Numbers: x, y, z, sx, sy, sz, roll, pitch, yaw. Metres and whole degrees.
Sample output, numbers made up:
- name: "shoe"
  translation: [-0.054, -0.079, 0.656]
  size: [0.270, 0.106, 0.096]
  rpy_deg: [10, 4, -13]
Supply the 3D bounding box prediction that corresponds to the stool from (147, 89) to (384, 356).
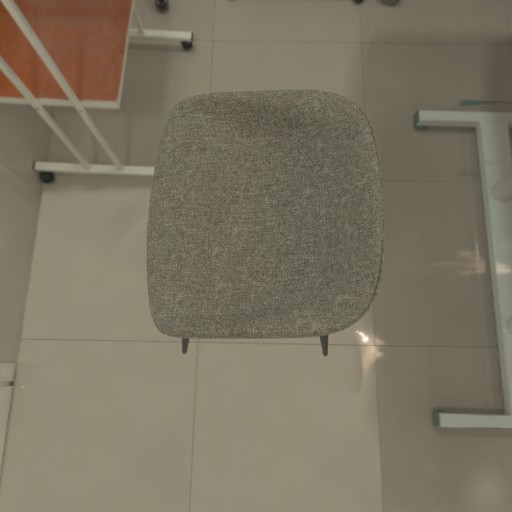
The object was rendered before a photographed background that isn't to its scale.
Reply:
- name: "stool"
  translation: [0.000, 0.000, 1.122]
  size: [0.480, 0.814, 0.469]
  rpy_deg: [1, 76, 0]
